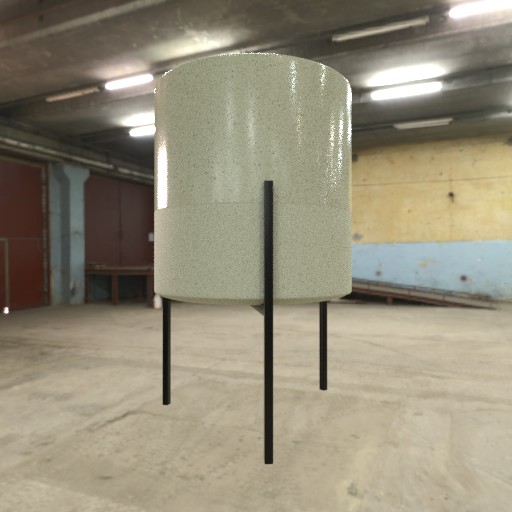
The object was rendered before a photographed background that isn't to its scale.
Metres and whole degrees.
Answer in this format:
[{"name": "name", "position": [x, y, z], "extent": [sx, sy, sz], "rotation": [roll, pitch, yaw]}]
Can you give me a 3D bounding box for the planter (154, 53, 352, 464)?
[{"name": "planter", "position": [0.000, 0.000, 0.542], "extent": [0.243, 0.390, 0.234], "rotation": [0, -1, -38]}]
